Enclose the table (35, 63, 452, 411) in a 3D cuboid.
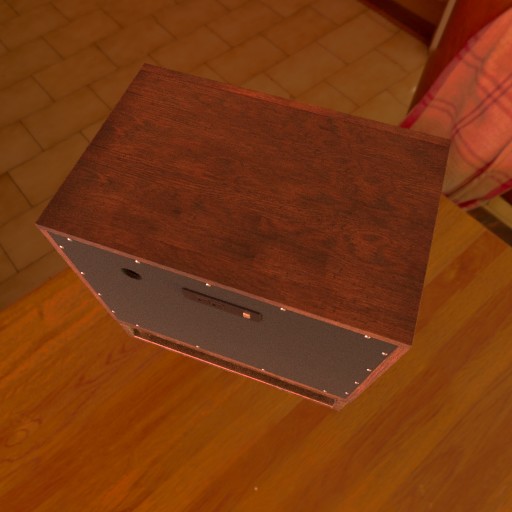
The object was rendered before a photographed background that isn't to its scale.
[{"bbox_3d":[0.000,0.000,1.282,0.767,0.746,0.542,17,64,9],"label":"table"}]
